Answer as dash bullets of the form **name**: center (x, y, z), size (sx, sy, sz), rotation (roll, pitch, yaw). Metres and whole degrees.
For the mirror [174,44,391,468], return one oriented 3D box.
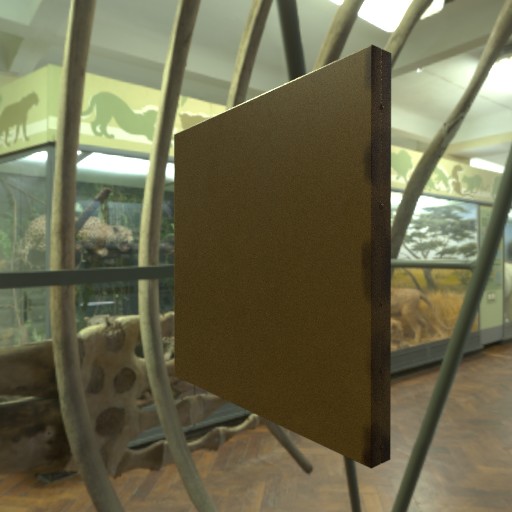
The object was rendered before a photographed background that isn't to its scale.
- **mirror**: center (0.000, 0.000, 0.744), size (0.042, 0.507, 0.509), rotation (0, 1, -38)
